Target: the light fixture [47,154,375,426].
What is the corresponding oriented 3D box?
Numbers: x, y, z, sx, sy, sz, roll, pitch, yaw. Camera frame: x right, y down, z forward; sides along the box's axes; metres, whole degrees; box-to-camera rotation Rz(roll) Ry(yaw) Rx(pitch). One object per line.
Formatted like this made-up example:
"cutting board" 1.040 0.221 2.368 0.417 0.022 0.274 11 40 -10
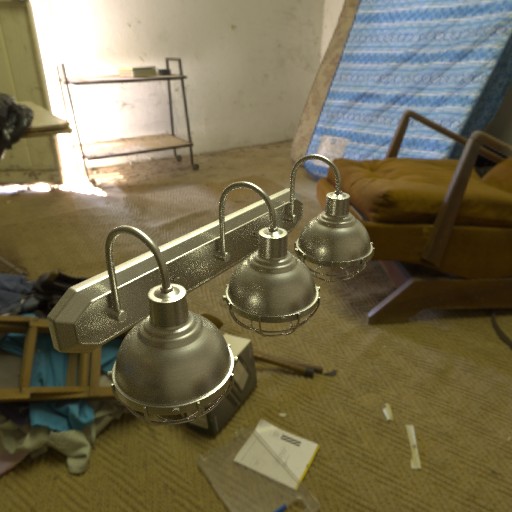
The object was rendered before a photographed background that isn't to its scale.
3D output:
"light fixture" 0.000 0.000 0.758 0.229 0.254 0.634 17 31 32
